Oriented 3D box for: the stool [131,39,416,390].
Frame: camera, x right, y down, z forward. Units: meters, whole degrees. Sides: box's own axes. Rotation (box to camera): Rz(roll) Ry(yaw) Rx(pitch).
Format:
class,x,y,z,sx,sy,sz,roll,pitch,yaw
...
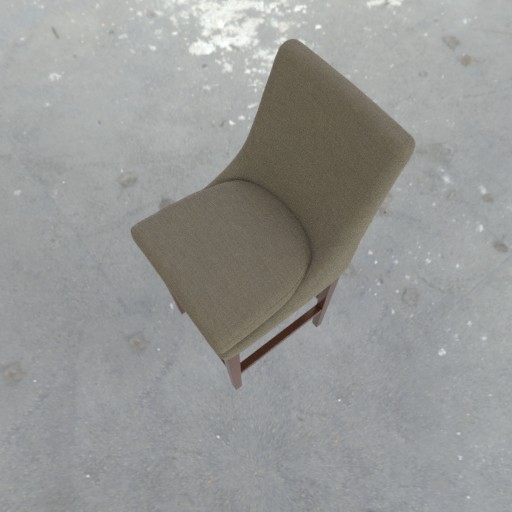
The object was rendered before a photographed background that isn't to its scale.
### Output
class,x,y,z,sx,sy,sz,roll,pitch,yaw
stool,0.000,0.000,1.392,0.577,1.078,0.470,-34,69,-15
